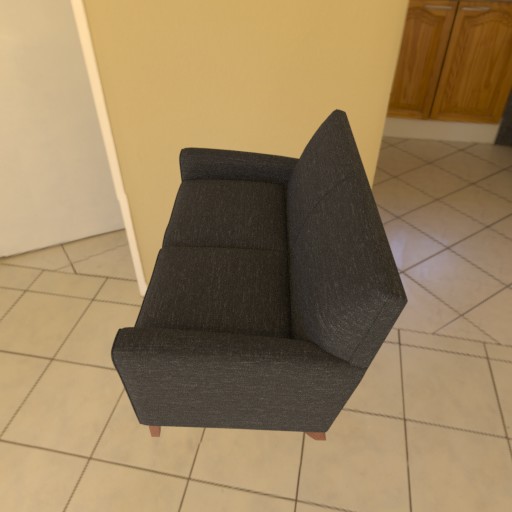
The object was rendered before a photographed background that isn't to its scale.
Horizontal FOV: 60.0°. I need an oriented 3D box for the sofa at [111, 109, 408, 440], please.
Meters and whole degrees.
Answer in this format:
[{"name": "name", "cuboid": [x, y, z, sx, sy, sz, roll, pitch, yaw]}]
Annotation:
[{"name": "sofa", "cuboid": [0.000, 0.000, 1.999, 0.875, 0.846, 1.420, 1, 40, 1]}]
